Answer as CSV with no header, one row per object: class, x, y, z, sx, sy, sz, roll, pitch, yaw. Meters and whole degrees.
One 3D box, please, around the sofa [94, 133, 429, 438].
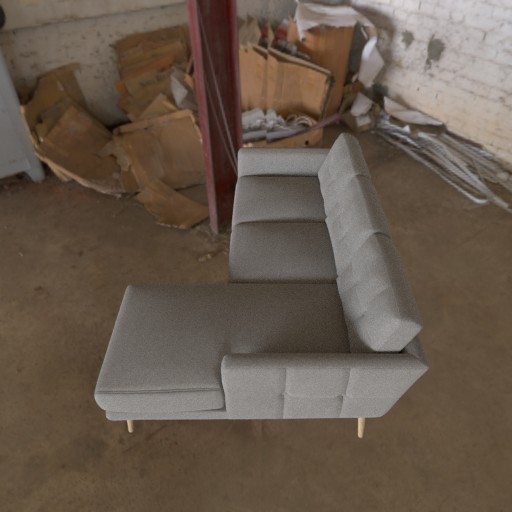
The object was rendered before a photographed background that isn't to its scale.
sofa,0.000,0.000,2.820,1.530,0.860,2.040,0,42,0
